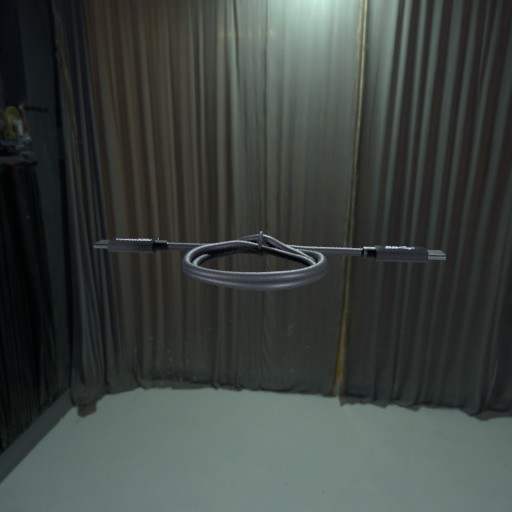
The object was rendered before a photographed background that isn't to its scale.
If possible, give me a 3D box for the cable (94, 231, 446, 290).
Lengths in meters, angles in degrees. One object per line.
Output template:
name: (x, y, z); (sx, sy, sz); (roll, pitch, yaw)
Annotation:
cable: (0.000, 0.000, 0.211); (0.186, 0.014, 0.070); (2, 15, 7)
